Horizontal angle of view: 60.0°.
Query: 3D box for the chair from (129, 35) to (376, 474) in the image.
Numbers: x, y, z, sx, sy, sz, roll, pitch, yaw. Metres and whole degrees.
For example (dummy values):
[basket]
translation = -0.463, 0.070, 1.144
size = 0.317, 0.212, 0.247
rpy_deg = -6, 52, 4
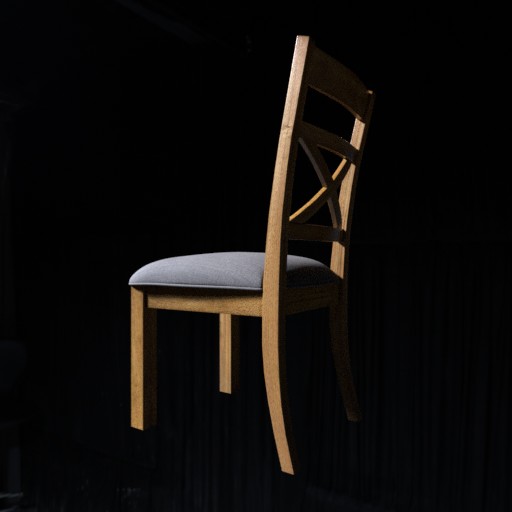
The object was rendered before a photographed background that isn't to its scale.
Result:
[chair]
translation = 0.000, 0.000, 1.262
size = 0.581, 0.949, 0.470
rpy_deg = 0, 0, 35
